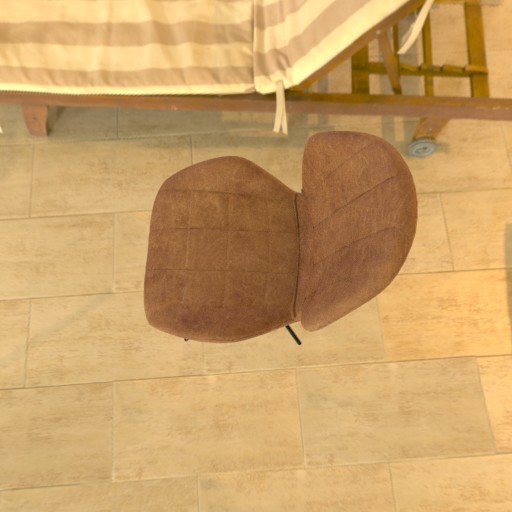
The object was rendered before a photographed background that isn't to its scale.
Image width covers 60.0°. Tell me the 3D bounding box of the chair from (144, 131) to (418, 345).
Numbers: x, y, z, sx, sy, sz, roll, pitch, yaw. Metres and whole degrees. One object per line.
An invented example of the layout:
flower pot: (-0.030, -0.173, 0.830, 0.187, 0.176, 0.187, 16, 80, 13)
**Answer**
chair: (0.000, 0.000, 1.310, 0.640, 0.929, 0.527, 2, 75, 1)
